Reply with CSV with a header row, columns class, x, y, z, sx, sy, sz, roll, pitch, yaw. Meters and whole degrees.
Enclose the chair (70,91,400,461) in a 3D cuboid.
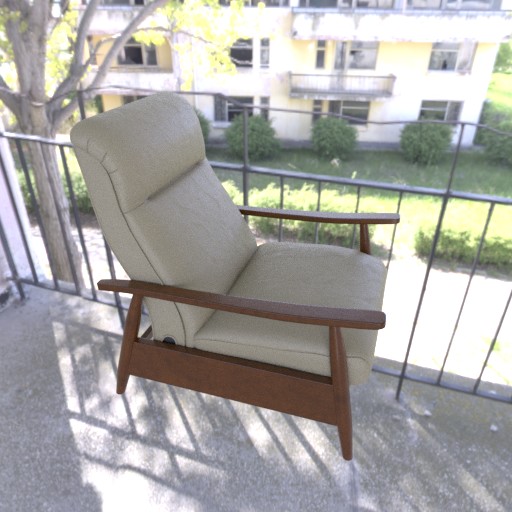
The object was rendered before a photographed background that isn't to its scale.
class,x,y,z,sx,sy,sz,roll,pitch,yaw
chair,0.000,0.000,1.712,1.014,1.082,0.762,10,32,16
